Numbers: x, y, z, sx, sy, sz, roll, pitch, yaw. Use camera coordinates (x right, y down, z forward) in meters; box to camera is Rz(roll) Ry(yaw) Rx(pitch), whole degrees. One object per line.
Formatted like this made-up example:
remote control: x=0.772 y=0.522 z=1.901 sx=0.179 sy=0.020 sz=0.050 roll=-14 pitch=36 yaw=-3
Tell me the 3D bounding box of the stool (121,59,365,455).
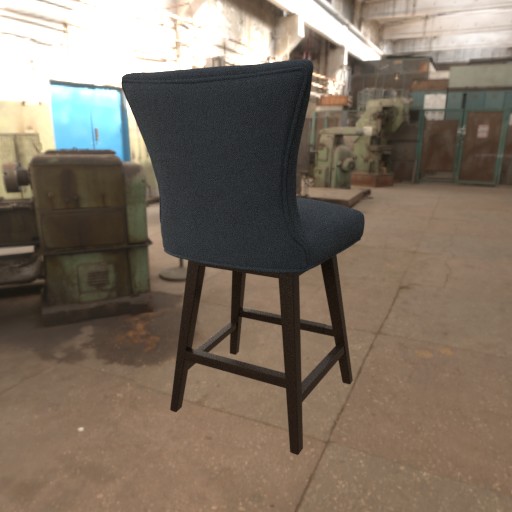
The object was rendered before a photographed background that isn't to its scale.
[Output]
stool: x=0.000 y=0.000 z=1.327 sx=0.514 sy=1.000 sz=0.574 roll=8 pitch=17 yaw=27
